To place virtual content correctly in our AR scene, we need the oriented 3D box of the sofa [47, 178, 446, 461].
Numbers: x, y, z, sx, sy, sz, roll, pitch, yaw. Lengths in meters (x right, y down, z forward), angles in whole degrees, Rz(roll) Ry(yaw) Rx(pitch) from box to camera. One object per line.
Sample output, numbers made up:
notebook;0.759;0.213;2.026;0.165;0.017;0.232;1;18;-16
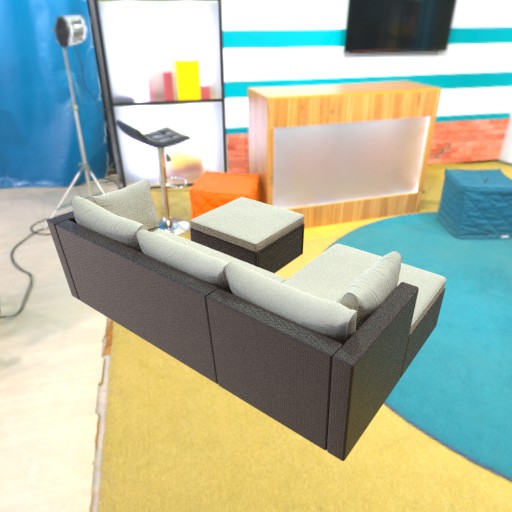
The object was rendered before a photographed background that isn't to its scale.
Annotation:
sofa;0.000;0.000;2.944;2.192;0.766;1.612;21;35;33
